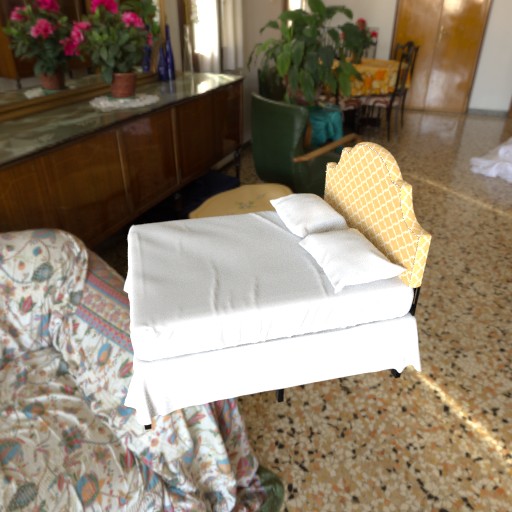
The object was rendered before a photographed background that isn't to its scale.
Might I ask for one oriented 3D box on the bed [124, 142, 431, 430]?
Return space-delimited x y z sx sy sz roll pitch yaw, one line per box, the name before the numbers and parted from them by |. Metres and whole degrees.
bed | 0.000 0.000 3.530 2.222 1.633 1.780 -7 31 -13
